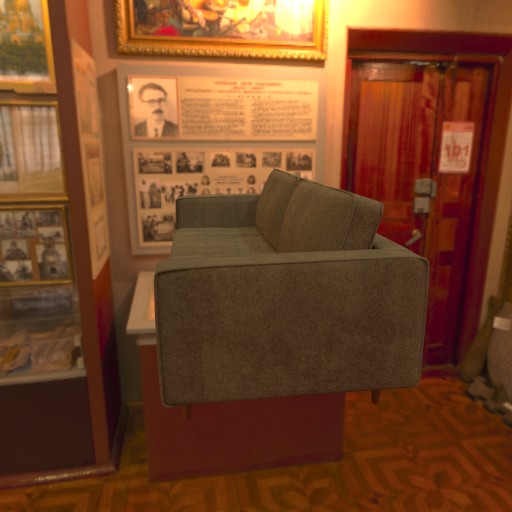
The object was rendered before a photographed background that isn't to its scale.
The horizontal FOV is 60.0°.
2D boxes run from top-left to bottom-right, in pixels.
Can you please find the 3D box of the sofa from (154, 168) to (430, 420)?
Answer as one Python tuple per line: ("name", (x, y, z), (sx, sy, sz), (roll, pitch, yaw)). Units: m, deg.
("sofa", (0.000, 0.000, 2.354), (0.924, 0.825, 1.920), (-2, 15, -8))
